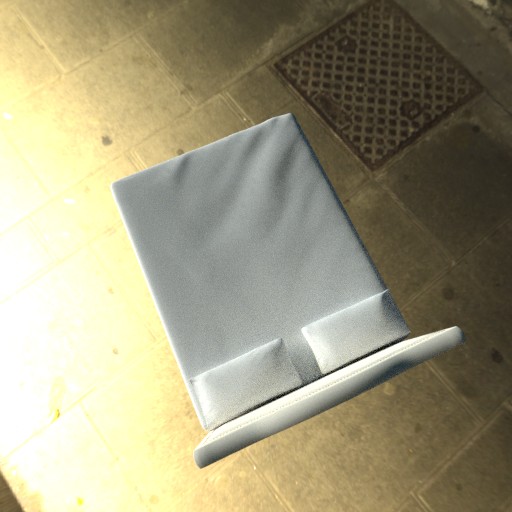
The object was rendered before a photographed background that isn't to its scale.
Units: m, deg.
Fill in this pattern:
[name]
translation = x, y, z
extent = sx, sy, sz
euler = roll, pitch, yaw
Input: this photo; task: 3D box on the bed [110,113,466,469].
[bed]
translation = 0.000, 0.000, 3.383
extent = 1.821, 1.436, 2.282
euler = -23, 75, -6
